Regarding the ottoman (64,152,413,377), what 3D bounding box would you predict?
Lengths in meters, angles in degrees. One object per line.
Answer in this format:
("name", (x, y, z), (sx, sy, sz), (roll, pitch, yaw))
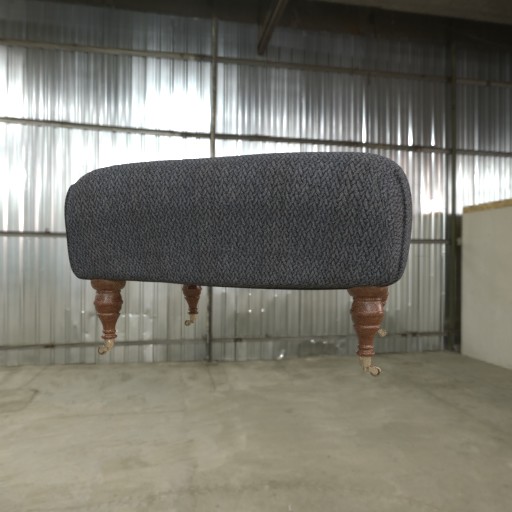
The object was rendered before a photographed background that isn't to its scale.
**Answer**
("ottoman", (0.000, 0.000, 1.136), (0.747, 0.450, 0.622), (0, 0, 18))
